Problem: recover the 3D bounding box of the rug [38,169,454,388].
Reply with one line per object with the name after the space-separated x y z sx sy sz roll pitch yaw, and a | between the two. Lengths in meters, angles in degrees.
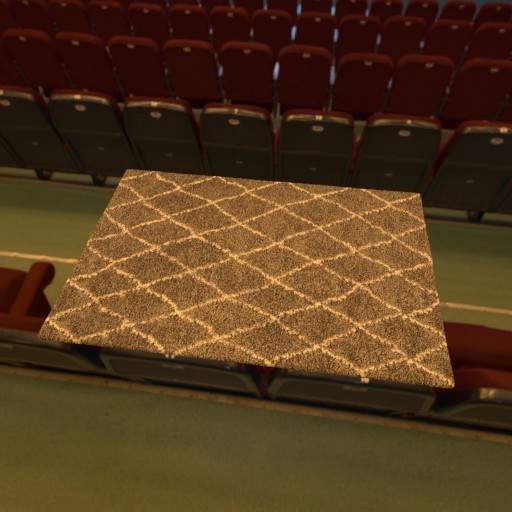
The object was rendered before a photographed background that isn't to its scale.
0.000 0.000 2.270 1.778 0.030 1.219 6 48 5 | rug
